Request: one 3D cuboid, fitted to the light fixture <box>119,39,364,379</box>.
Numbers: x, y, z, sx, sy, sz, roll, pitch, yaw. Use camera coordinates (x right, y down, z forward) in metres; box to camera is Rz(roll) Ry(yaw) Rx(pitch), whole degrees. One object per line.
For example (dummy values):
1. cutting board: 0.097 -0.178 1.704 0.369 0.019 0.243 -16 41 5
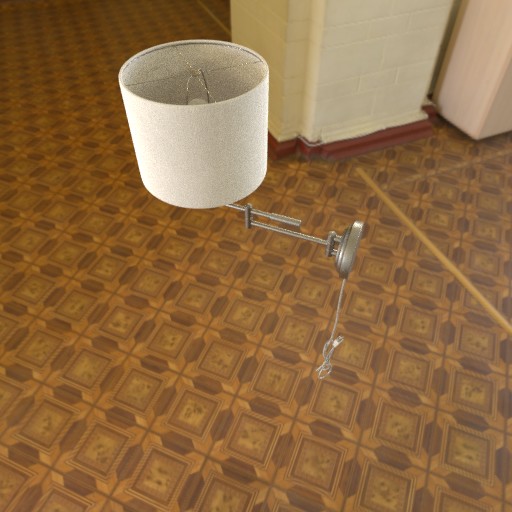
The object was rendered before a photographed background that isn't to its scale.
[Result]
1. light fixture: 0.000 0.000 1.032 0.479 0.842 0.253 16 49 15
